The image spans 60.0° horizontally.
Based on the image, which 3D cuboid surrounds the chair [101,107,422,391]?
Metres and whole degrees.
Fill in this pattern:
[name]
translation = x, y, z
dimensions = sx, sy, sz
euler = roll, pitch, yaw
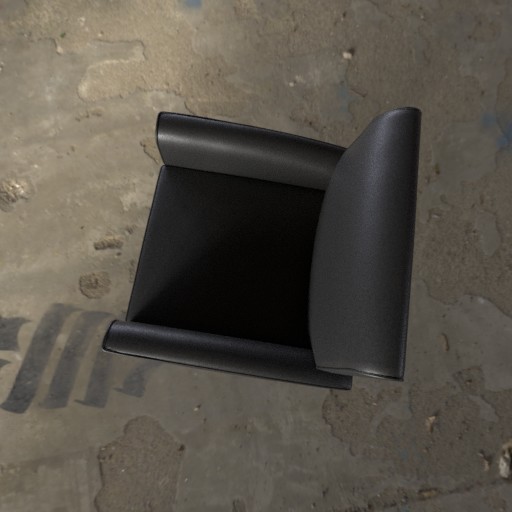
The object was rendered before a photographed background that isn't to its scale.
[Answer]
[chair]
translation = 0.000, 0.000, 1.559
dimensions = 0.819, 0.916, 0.820
euler = 9, 75, 2
